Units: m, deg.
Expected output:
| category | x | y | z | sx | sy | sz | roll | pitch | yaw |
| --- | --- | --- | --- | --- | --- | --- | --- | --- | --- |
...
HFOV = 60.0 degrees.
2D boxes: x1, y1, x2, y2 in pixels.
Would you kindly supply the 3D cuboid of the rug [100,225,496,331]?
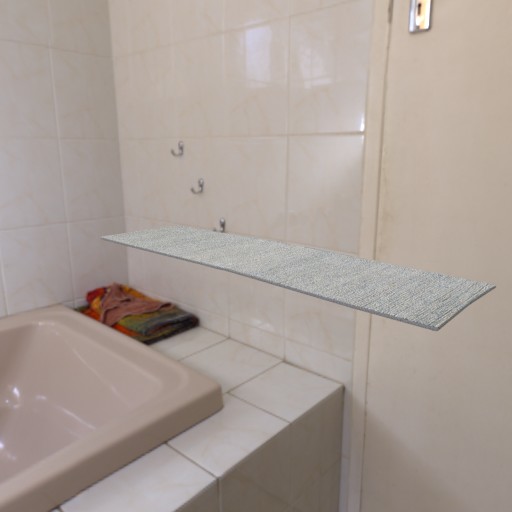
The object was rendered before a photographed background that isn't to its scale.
| category | x | y | z | sx | sy | sz | roll | pitch | yaw |
| --- | --- | --- | --- | --- | --- | --- | --- | --- | --- |
| rug | 0.000 | 0.000 | 2.517 | 2.341 | 0.037 | 0.675 | 12 | 18 | 42 |
